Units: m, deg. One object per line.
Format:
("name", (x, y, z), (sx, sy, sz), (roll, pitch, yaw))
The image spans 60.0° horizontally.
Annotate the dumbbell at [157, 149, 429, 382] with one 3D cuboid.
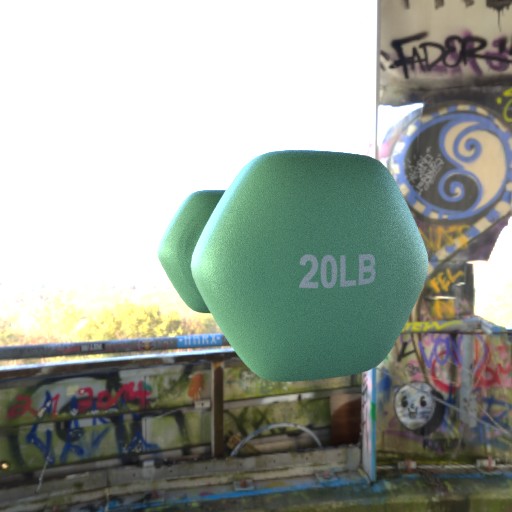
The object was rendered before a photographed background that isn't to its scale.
("dumbbell", (0.000, 0.000, 0.330), (0.129, 0.117, 0.260), (-1, 3, -17))
